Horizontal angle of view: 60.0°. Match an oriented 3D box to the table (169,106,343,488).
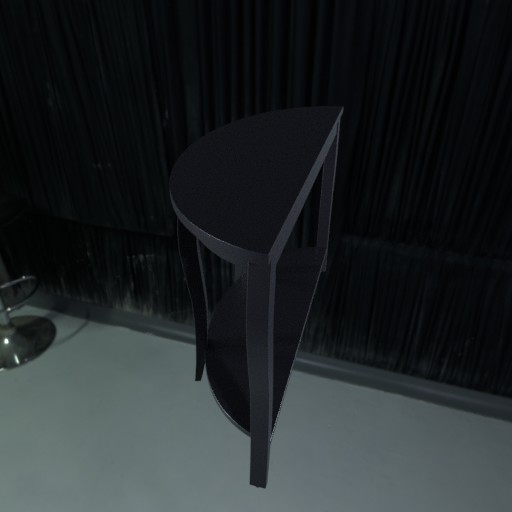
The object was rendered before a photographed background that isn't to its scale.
[{"bbox_3d":[0.000,0.000,1.550,0.394,0.780,1.219,8,32,14],"label":"table"}]
